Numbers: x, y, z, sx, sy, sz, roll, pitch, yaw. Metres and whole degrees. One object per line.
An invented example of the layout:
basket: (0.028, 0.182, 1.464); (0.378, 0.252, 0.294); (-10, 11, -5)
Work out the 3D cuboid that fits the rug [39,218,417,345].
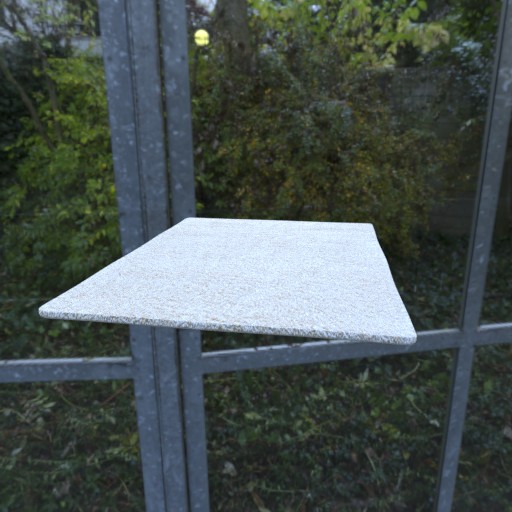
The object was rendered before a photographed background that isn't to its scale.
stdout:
rug: (0.000, 0.000, 2.109); (1.200, 0.027, 1.600); (3, 16, 9)
